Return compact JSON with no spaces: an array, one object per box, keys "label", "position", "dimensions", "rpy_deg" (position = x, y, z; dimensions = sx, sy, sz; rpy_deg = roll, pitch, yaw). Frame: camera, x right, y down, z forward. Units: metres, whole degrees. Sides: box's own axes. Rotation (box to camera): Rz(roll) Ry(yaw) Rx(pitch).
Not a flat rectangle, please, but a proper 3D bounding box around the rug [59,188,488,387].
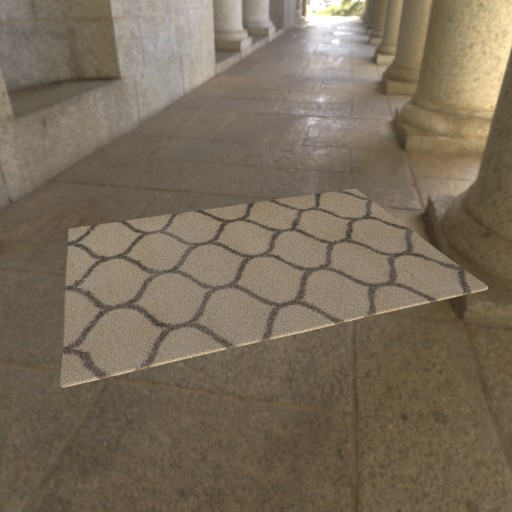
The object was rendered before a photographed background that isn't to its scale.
[{"label":"rug","position":[0.000,0.000,3.335],"dimensions":[2.701,0.026,1.801],"rpy_deg":[-10,33,-16]}]
